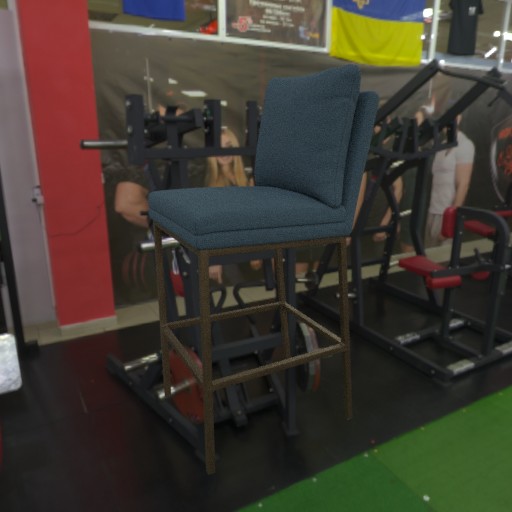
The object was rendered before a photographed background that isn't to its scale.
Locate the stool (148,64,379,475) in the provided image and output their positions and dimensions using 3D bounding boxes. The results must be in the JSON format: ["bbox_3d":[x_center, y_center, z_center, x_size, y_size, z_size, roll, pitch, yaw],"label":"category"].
[{"bbox_3d":[0.000,0.000,1.425,0.568,1.124,0.463,-8,18,-26],"label":"stool"}]
